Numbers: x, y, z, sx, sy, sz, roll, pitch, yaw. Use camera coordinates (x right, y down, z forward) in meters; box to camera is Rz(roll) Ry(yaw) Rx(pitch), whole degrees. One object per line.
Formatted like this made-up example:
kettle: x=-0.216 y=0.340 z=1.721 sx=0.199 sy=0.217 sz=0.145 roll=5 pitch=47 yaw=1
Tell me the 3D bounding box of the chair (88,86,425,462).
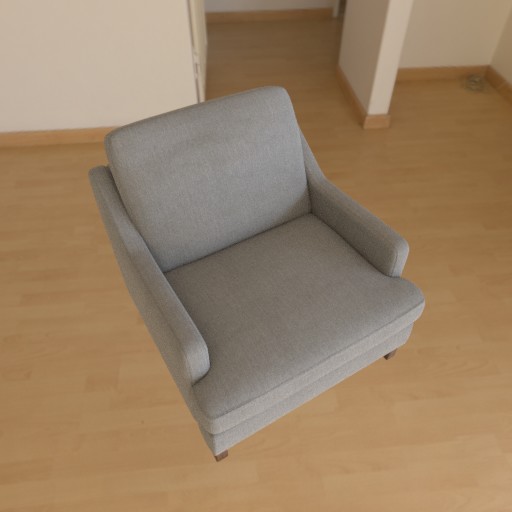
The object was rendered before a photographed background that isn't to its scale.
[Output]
chair: x=0.000 y=0.000 z=1.536 sx=0.826 sy=0.821 sz=0.892 roll=-23 pitch=50 yaw=-21
